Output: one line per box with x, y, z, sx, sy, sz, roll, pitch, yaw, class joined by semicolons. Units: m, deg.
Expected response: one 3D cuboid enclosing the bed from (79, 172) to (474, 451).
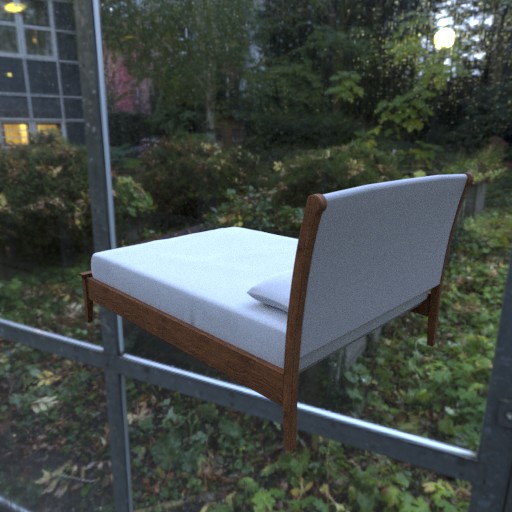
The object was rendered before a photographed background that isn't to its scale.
0.000;0.000;2.922;1.502;1.135;2.108;-15;21;-43;bed
